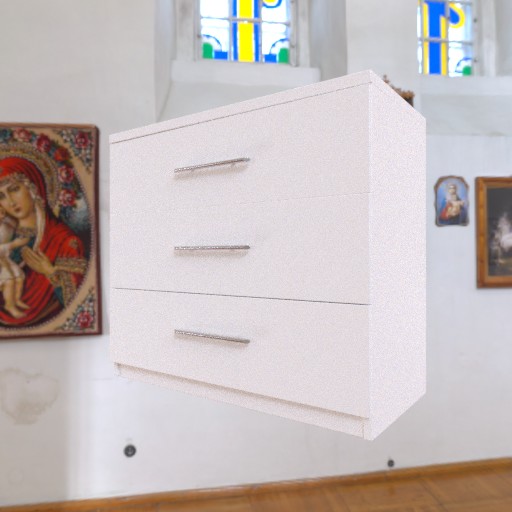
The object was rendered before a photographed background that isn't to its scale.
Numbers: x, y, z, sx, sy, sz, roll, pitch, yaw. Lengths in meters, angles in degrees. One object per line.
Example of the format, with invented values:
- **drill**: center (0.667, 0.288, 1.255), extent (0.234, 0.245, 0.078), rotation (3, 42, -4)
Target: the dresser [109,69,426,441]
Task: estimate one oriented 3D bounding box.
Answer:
- **dresser**: center (0.000, 0.000, 1.271), extent (0.830, 0.740, 0.420), rotation (0, 0, 36)
